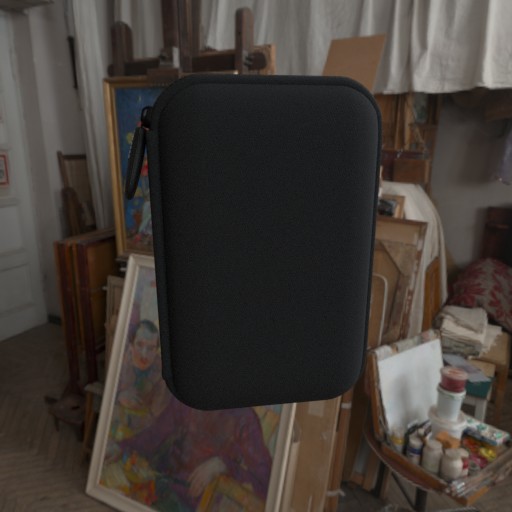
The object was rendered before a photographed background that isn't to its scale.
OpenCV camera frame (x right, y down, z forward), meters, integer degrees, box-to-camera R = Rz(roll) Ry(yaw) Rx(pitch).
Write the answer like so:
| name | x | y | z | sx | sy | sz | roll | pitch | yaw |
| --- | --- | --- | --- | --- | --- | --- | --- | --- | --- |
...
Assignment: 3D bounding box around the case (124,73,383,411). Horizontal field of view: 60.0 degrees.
| name | x | y | z | sx | sy | sz | roll | pitch | yaw |
| --- | --- | --- | --- | --- | --- | --- | --- | --- | --- |
| case | 0.000 | 0.000 | 0.193 | 0.107 | 0.147 | 0.030 | -2 | 16 | -9 |
